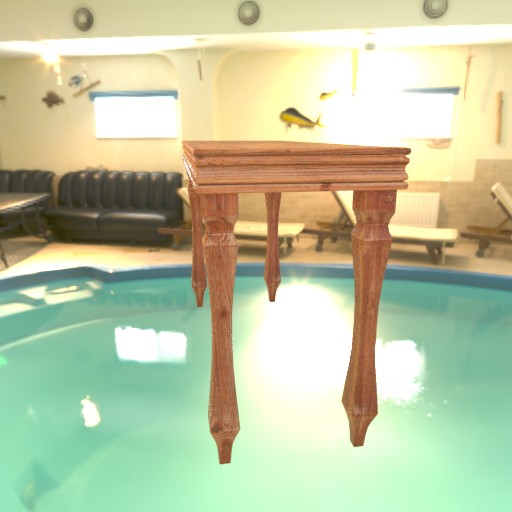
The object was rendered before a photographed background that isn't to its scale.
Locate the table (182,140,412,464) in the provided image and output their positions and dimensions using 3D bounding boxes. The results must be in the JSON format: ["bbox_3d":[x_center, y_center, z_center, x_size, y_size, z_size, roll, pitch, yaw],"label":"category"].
[{"bbox_3d":[0.000,0.000,1.767,0.522,0.873,1.330,-3,16,-10],"label":"table"}]
